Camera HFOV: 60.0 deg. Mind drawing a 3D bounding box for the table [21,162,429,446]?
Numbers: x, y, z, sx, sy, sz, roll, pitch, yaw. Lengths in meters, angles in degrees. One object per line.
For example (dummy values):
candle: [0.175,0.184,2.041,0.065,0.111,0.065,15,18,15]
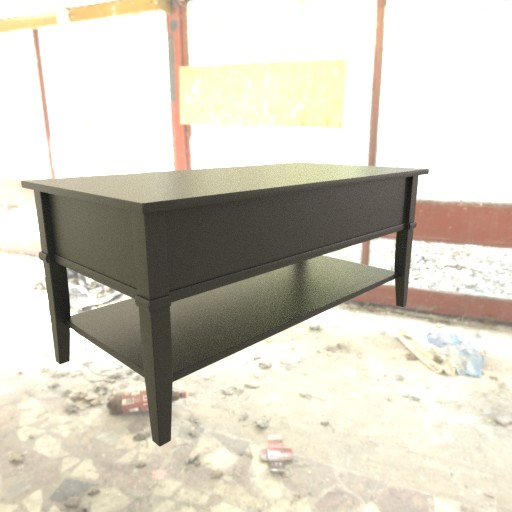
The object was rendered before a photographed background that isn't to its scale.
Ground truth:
table: [0.000,0.000,1.285,0.523,0.470,1.044,14,21,42]
